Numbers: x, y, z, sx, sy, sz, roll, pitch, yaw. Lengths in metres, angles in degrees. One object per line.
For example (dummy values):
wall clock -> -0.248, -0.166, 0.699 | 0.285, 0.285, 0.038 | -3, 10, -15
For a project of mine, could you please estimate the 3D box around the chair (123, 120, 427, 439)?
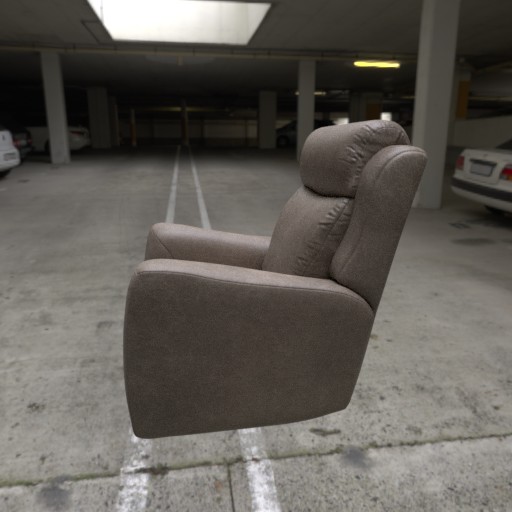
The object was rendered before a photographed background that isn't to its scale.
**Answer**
chair -> 0.000, 0.000, 1.934 | 1.068, 1.116, 0.967 | -2, 14, -9
